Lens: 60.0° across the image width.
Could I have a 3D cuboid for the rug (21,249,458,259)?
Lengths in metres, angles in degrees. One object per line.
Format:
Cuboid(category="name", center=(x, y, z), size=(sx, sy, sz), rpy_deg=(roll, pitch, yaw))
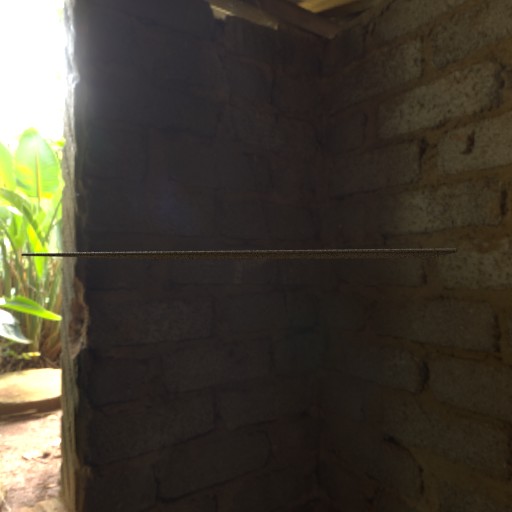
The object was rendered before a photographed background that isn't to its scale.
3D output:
Cuboid(category="rug", center=(0.000, 0.000, 2.747), size=(2.132, 0.015, 1.526), rpy_deg=(0, -1, 19))
